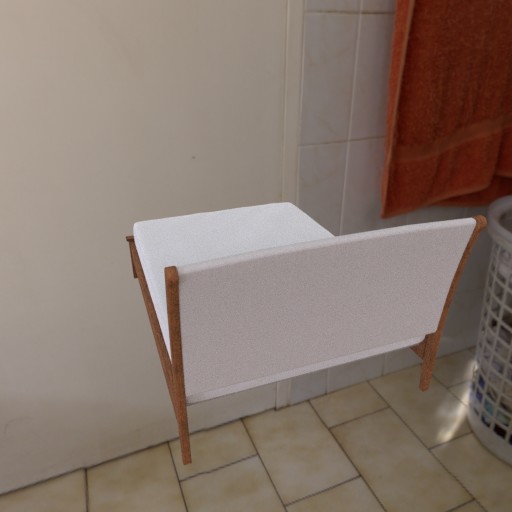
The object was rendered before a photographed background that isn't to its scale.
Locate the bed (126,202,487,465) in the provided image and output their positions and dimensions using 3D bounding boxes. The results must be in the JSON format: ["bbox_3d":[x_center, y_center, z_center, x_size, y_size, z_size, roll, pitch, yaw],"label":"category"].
[{"bbox_3d":[0.000,0.000,2.908,1.502,1.135,2.108,-9,28,-18],"label":"bed"}]
